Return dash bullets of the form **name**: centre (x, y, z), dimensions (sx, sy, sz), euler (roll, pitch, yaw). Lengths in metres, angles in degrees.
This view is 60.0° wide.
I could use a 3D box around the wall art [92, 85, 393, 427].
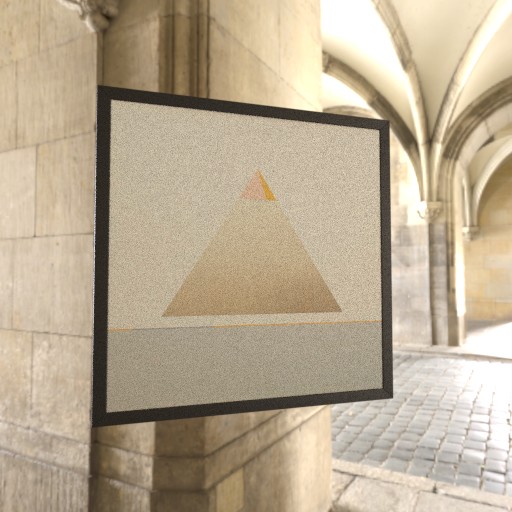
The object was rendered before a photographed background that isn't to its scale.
- **wall art**: centre (0.000, 0.000, 1.124), dimensions (0.769, 0.766, 0.042), euler (1, -3, -18)
